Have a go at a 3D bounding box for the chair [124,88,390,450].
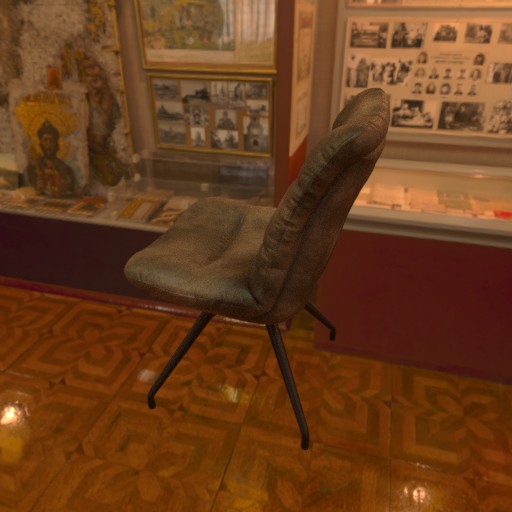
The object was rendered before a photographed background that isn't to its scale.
[{"bbox_3d":[0.000,0.000,1.257,0.622,0.870,0.549,9,30,15],"label":"chair"}]
